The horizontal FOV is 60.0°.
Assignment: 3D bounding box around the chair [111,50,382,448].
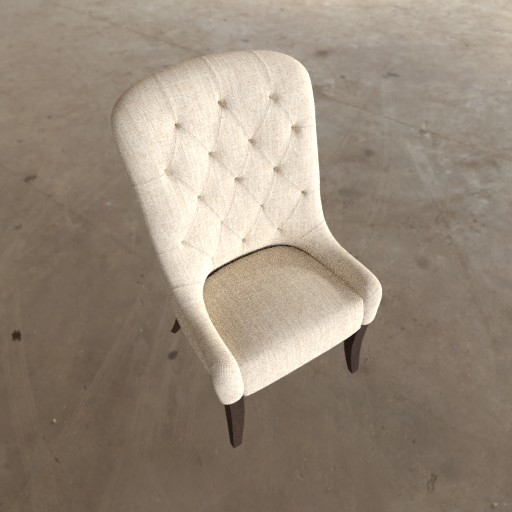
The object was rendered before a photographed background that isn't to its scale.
[{"bbox_3d":[0.000,0.000,1.452,0.634,1.091,0.629,-25,51,-22],"label":"chair"}]
